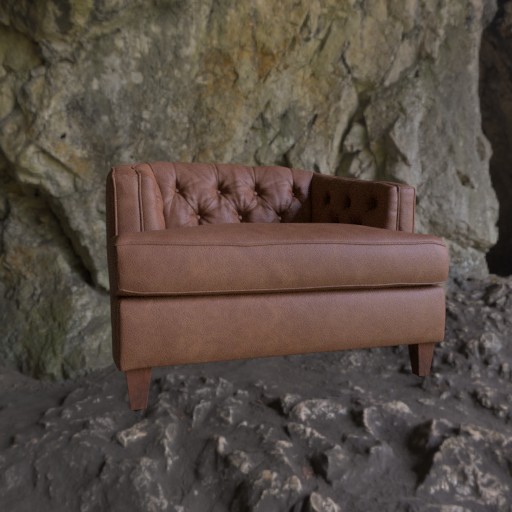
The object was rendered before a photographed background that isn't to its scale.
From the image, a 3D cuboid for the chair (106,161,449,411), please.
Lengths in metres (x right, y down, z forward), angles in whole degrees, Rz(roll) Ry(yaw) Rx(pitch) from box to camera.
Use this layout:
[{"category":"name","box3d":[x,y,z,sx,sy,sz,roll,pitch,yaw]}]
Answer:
[{"category":"chair","box3d":[0.000,0.000,1.748,1.119,0.836,0.911,-1,2,-19]}]
